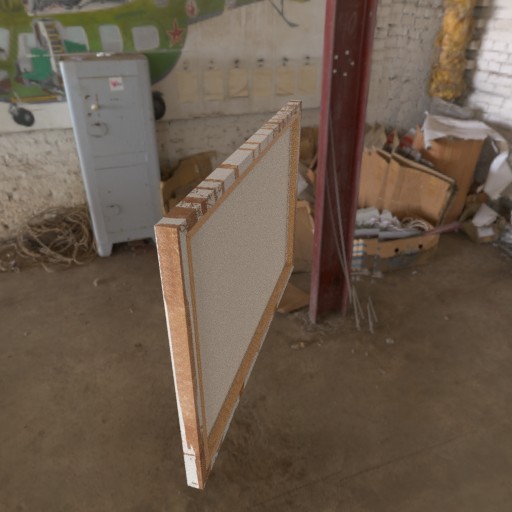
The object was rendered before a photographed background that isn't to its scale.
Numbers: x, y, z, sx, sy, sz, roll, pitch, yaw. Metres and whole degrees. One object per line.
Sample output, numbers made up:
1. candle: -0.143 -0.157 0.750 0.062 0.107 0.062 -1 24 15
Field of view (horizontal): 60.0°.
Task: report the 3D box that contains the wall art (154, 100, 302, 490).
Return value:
1. wall art: 0.000 0.000 1.152 0.035 0.609 0.914 8 31 14
